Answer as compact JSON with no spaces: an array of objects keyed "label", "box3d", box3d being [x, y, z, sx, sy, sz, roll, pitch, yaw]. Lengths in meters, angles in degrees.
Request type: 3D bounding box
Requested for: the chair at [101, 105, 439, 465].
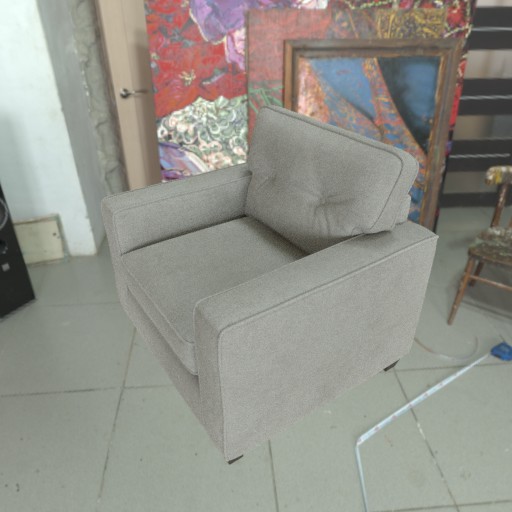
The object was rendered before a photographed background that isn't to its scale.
[{"label":"chair","box3d":[0.000,0.000,1.792,0.939,0.965,1.015,-20,38,-28]}]
